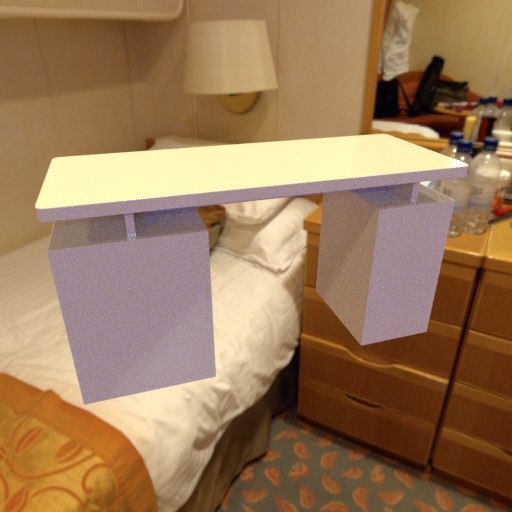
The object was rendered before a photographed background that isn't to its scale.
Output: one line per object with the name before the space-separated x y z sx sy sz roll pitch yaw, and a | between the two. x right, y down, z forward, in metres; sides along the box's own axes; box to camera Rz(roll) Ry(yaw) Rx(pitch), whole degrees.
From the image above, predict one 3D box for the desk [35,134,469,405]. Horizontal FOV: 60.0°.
desk | 0.000 0.000 1.760 1.400 0.762 0.550 -8 28 -15
